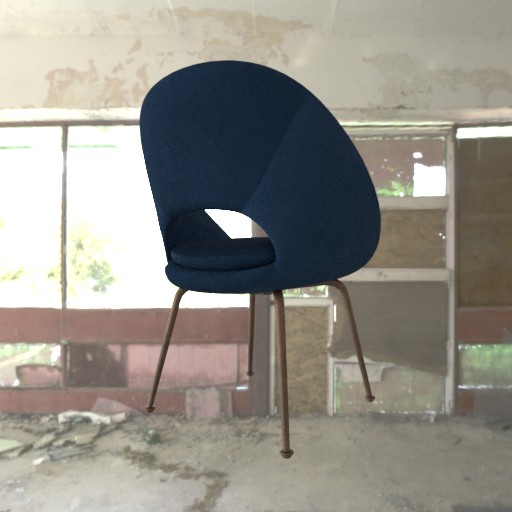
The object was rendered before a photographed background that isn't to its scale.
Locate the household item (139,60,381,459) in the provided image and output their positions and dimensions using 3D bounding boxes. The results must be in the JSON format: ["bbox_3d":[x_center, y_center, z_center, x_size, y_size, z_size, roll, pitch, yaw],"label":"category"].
[{"bbox_3d":[0.000,0.000,1.212,0.623,0.852,0.573,0,1,37],"label":"household item"}]
